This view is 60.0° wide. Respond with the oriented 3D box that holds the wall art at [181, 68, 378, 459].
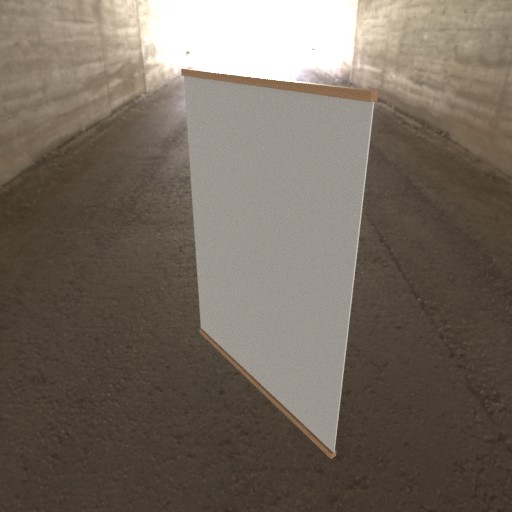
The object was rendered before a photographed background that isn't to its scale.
[{"bbox_3d":[0.000,0.000,0.809,0.012,0.608,0.459,-18,32,-32],"label":"wall art"}]
